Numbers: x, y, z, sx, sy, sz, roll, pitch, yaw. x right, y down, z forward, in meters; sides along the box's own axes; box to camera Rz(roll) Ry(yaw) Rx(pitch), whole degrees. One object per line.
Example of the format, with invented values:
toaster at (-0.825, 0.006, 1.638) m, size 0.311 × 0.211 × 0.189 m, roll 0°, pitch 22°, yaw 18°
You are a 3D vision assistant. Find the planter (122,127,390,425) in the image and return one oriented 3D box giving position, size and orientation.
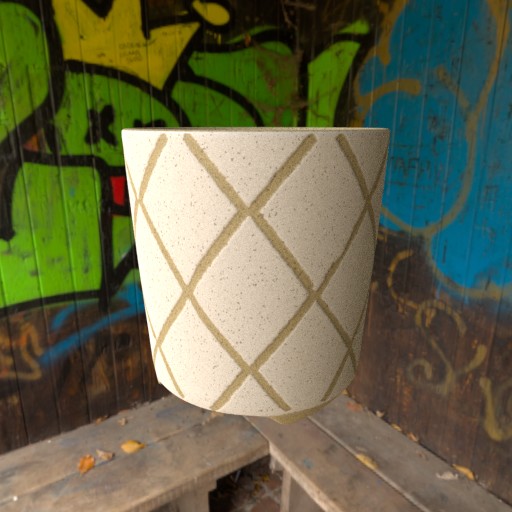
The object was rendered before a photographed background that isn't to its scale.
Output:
planter at (0.000, 0.000, 0.424) m, size 0.228 × 0.235 × 0.228 m, roll 0°, pitch 17°, yaw 0°
